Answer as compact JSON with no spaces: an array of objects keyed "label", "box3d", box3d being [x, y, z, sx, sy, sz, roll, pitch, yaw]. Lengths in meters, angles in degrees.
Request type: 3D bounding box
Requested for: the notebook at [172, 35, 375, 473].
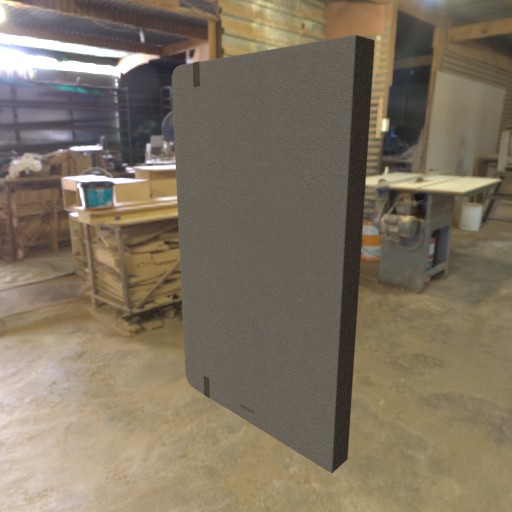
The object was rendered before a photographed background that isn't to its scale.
[{"label":"notebook","box3d":[0.000,0.000,0.254,0.127,0.213,0.016,14,21,42]}]
